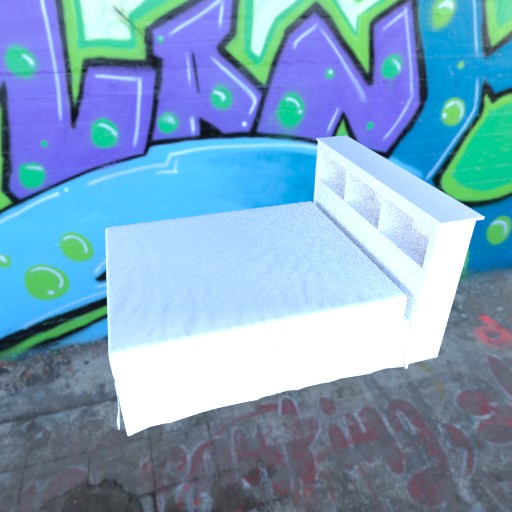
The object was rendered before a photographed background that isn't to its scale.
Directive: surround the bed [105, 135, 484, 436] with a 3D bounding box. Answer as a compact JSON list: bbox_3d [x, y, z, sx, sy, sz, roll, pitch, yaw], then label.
[{"bbox_3d":[0.000,0.000,3.147,2.133,1.092,1.671,-9,32,-14],"label":"bed"}]
